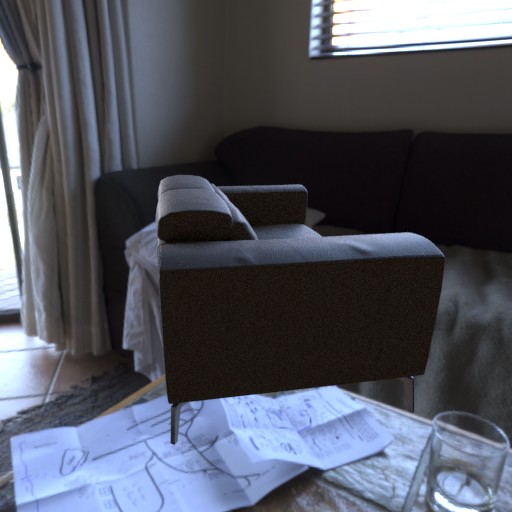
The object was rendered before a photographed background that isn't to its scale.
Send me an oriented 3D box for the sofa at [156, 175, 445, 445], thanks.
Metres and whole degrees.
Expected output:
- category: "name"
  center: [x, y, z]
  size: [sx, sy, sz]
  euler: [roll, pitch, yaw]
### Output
- category: "sofa"
  center: [0.000, 0.000, 2.381]
  size: [1.003, 0.779, 1.895]
  euler: [-3, 17, -11]
